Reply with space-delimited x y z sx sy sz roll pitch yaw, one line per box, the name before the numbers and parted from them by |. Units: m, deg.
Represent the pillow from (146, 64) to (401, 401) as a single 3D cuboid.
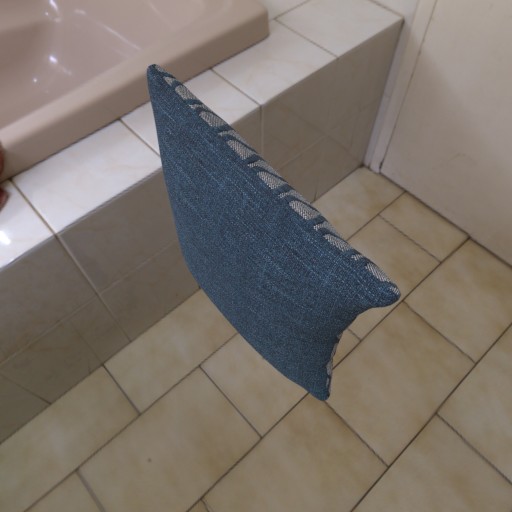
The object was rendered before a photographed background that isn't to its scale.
pillow | 0.000 0.000 0.678 0.159 0.435 0.435 -35 65 -19
